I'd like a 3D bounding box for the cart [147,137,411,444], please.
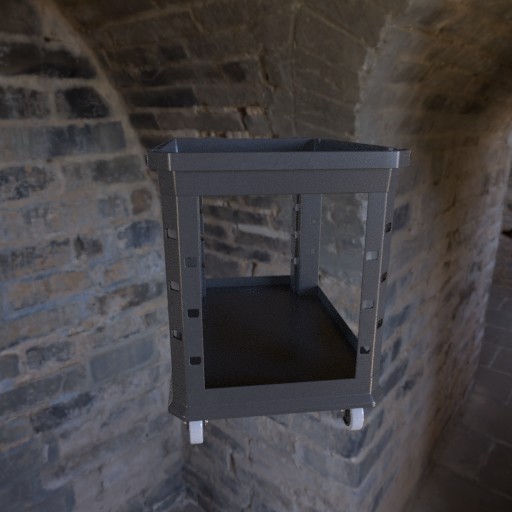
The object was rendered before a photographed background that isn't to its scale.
[{"bbox_3d":[0.000,0.000,1.767,0.674,0.884,1.239,-2,17,-7],"label":"cart"}]
